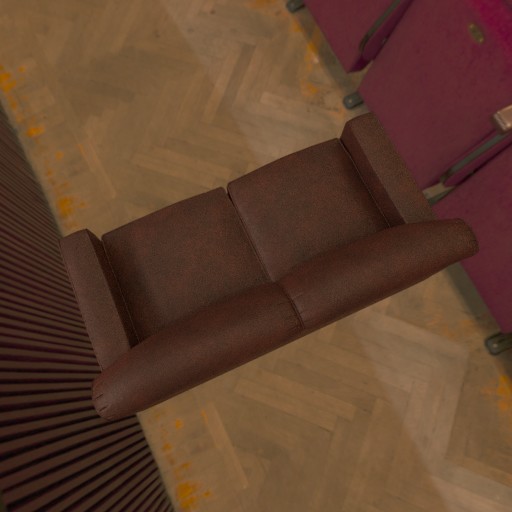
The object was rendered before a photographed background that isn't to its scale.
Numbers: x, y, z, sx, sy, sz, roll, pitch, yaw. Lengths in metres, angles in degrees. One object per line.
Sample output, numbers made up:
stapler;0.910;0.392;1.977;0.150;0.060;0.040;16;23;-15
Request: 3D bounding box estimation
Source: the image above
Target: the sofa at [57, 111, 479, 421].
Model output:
sofa;0.000;0.000;2.397;1.856;0.966;1.000;-24;76;-6
